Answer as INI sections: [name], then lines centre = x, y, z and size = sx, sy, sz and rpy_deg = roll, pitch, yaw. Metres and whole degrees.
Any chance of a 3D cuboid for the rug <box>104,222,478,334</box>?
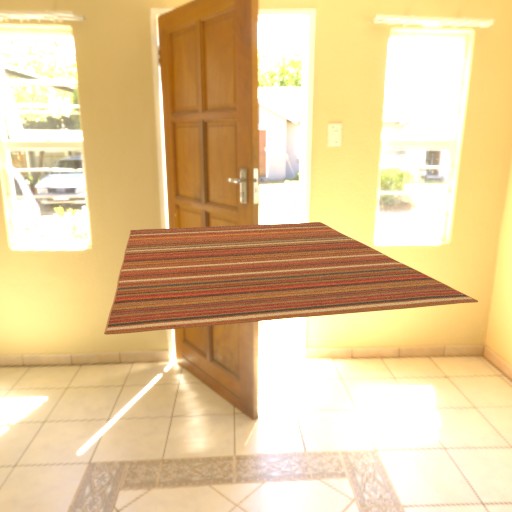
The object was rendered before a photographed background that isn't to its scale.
[rug]
centre = 0.000, 0.000, 4.244
size = 2.479, 0.023, 3.092
rpy_deg = -3, 15, -12
